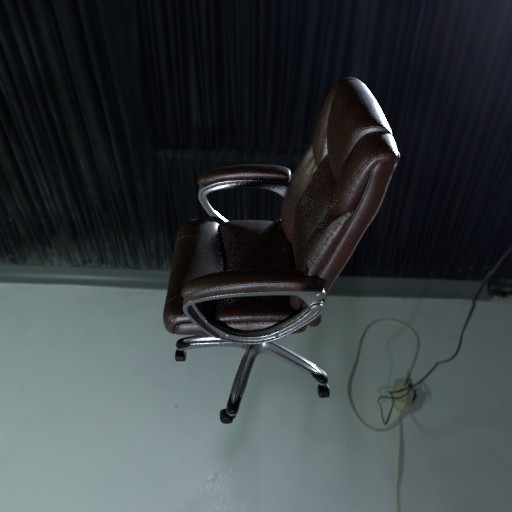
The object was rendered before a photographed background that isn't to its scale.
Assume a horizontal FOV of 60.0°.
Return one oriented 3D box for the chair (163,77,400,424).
[{"bbox_3d":[0.000,0.000,1.562,0.692,1.128,0.656,-1,41,-1],"label":"chair"}]
